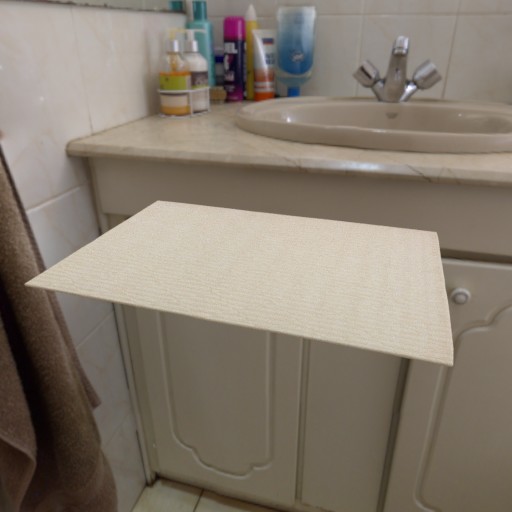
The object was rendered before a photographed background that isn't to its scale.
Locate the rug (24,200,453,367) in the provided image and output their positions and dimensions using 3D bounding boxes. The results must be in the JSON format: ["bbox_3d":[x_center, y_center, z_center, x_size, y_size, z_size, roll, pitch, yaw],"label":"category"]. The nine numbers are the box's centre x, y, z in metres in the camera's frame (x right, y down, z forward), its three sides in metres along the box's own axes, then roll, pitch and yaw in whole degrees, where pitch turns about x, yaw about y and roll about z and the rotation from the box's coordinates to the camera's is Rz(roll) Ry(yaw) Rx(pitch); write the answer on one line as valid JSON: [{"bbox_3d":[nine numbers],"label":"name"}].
[{"bbox_3d":[0.000,0.000,2.312,1.848,0.014,1.238,8,27,16],"label":"rug"}]
